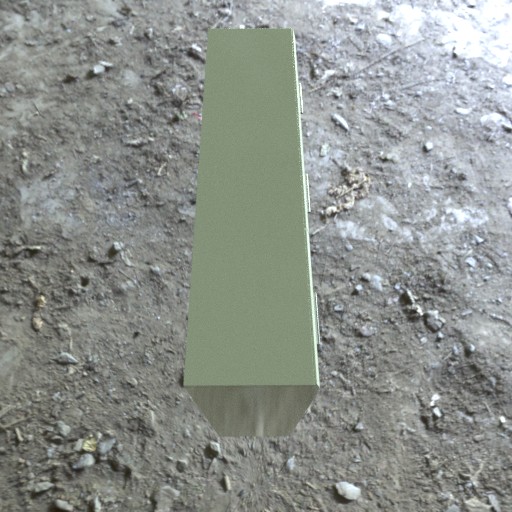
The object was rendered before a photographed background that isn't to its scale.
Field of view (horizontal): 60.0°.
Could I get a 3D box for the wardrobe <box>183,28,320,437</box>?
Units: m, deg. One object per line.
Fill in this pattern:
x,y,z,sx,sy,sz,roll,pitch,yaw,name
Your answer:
0.000,0.000,1.918,0.360,1.200,1.340,0,62,0,wardrobe
